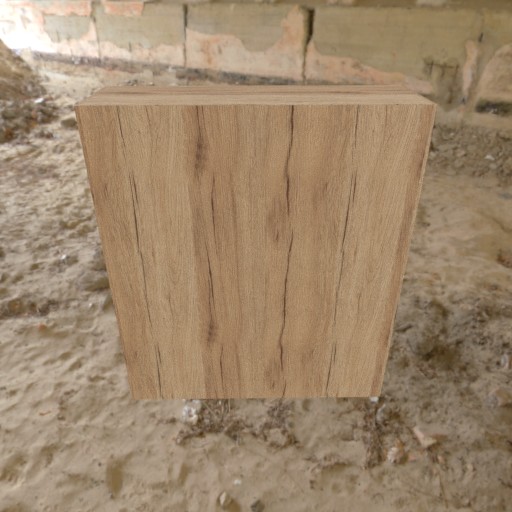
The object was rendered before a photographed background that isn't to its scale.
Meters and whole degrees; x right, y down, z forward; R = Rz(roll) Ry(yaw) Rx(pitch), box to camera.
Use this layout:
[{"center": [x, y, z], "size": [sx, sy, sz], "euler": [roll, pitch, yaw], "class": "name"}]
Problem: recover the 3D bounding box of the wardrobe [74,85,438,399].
[{"center": [0.000, 0.000, 2.972], "size": [1.810, 2.070, 0.580], "euler": [0, 30, -1], "class": "wardrobe"}]
